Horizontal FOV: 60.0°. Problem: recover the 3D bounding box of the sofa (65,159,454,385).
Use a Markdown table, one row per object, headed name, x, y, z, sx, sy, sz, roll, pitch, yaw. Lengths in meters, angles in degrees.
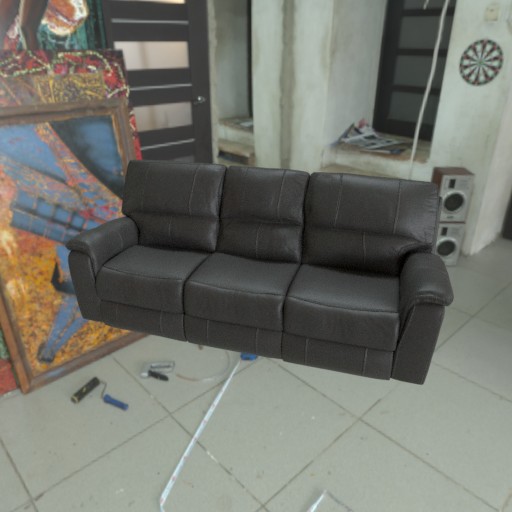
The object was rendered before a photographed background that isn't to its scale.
| name | x | y | z | sx | sy | sz | roll | pitch | yaw |
| --- | --- | --- | --- | --- | --- | --- | --- | --- | --- |
| sofa | 0.000 | 0.000 | 3.289 | 2.627 | 1.134 | 1.104 | 8 | 27 | 15 |
